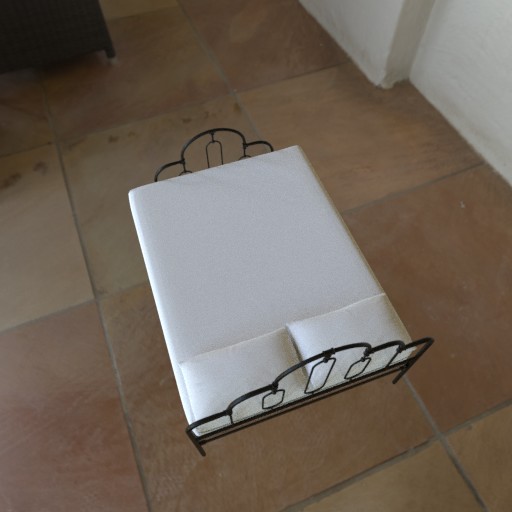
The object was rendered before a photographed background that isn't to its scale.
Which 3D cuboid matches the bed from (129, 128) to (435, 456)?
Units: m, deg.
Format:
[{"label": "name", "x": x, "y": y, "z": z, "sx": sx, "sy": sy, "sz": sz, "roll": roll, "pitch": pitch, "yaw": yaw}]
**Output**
[{"label": "bed", "x": 0.000, "y": 0.000, "z": 3.338, "sx": 1.626, "sy": 1.444, "sz": 2.181, "roll": -17, "pitch": 59, "yaw": -10}]
